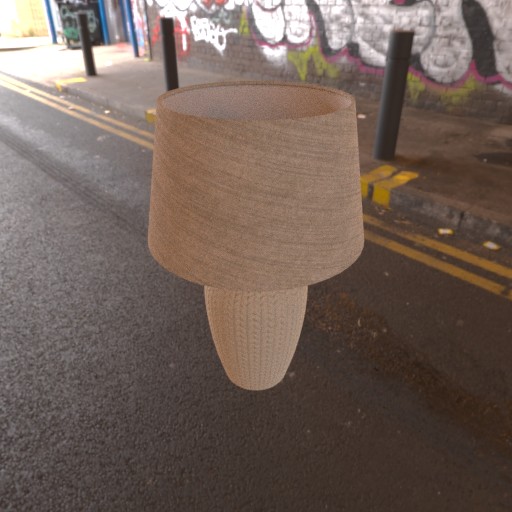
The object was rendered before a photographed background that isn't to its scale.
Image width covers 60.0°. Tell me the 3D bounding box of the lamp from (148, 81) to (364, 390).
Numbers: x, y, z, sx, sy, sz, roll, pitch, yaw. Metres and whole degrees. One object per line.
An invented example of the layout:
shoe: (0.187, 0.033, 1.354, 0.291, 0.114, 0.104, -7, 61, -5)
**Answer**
lamp: (0.000, 0.000, 0.843, 0.390, 0.580, 0.390, 0, 30, 0)
